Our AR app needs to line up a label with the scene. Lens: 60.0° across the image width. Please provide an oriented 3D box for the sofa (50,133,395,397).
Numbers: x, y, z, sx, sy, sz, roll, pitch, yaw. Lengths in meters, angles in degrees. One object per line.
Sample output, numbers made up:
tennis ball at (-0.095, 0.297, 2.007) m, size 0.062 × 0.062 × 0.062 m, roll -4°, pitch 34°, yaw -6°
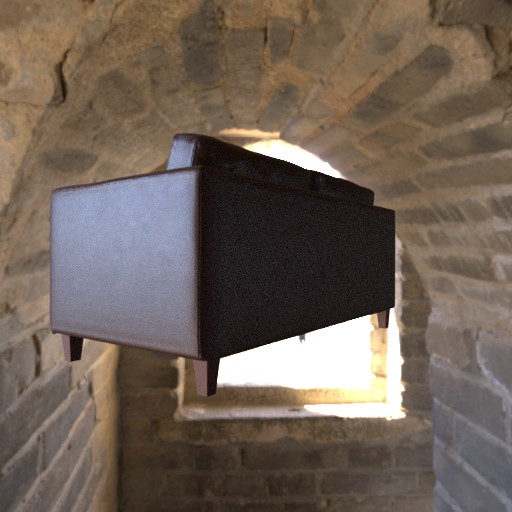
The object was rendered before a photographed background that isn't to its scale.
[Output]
sofa at (0.000, 0.000, 2.431) m, size 0.951 × 0.933 × 1.883 m, roll 0°, pitch 0°, yaw 36°
